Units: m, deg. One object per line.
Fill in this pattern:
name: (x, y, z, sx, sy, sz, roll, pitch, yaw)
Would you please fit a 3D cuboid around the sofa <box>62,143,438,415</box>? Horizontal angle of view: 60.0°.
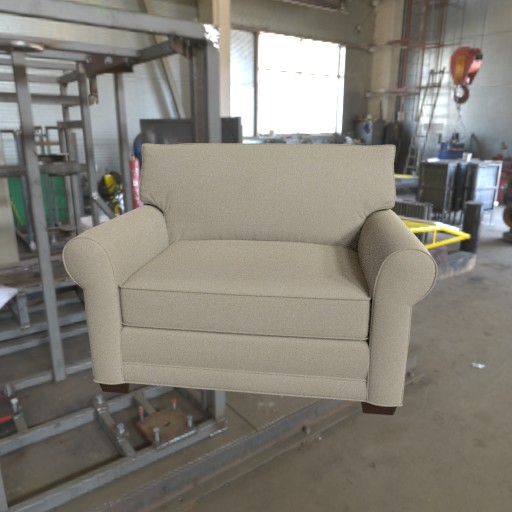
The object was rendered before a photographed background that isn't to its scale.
sofa: (0.000, 0.000, 2.080, 1.405, 1.006, 0.937, 2, 16, 8)
